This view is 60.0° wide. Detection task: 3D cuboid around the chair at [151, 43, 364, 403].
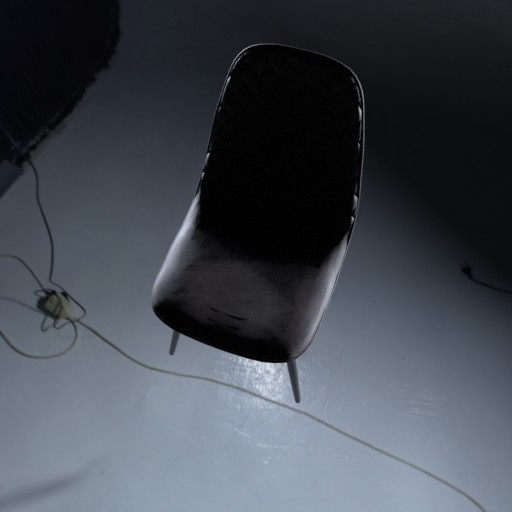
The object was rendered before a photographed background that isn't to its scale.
[{"bbox_3d":[0.000,0.000,1.205,0.472,0.889,0.561,18,61,10],"label":"chair"}]
